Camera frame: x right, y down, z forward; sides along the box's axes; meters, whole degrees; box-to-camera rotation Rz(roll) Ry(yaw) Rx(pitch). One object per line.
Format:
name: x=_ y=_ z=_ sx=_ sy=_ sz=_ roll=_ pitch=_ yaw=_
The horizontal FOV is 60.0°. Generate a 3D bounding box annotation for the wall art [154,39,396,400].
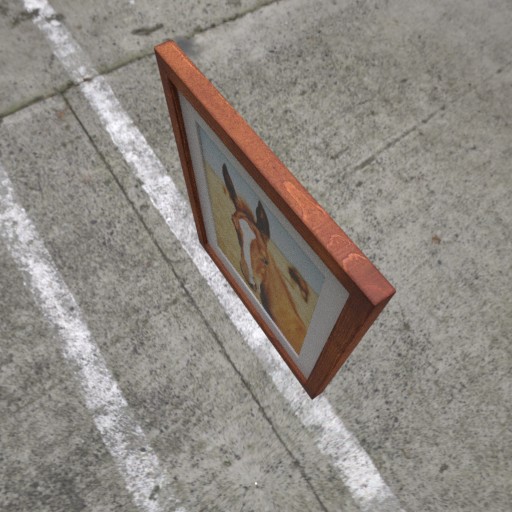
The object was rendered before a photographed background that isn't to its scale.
wall art: x=0.000 y=0.000 z=0.778 sx=0.030 sy=0.558 sz=0.462 roll=-31 pitch=67 yaw=-15
